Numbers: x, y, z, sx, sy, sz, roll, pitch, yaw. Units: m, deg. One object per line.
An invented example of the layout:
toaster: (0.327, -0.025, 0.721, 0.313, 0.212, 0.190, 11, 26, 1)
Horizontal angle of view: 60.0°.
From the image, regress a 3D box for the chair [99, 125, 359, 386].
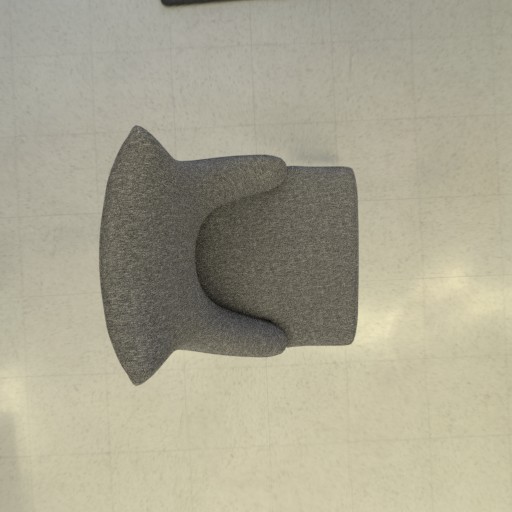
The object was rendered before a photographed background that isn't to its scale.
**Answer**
chair: (0.000, 0.000, 1.309, 0.629, 0.909, 0.566, 0, 90, 0)
